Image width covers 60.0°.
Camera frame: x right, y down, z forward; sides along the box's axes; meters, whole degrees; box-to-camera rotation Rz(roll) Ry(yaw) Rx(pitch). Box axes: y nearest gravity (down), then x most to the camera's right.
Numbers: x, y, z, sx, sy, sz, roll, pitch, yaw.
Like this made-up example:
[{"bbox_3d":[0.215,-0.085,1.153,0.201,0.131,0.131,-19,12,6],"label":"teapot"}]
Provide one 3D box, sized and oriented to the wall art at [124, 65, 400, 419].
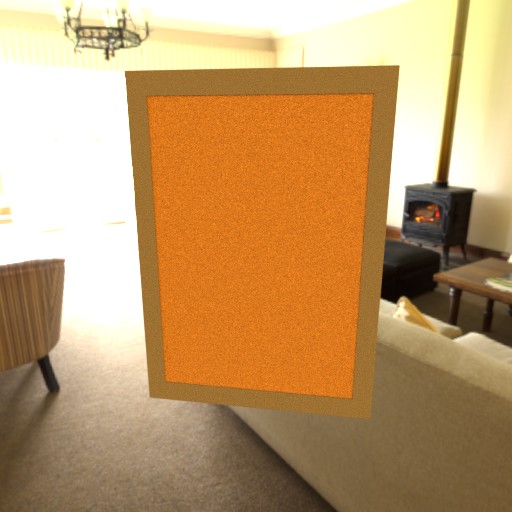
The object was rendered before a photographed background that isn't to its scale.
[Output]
[{"bbox_3d":[0.000,0.000,0.674,0.374,0.529,0.012,3,17,9],"label":"wall art"}]
